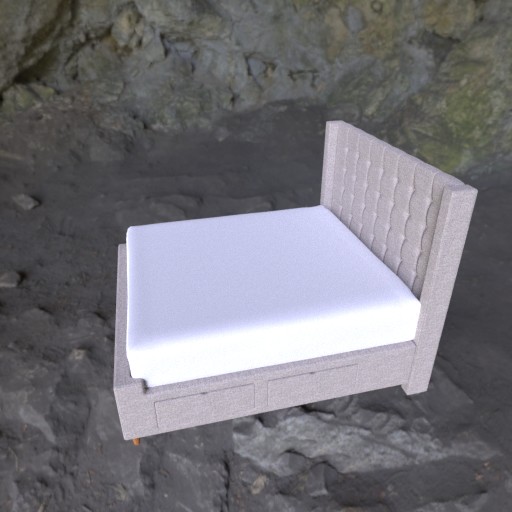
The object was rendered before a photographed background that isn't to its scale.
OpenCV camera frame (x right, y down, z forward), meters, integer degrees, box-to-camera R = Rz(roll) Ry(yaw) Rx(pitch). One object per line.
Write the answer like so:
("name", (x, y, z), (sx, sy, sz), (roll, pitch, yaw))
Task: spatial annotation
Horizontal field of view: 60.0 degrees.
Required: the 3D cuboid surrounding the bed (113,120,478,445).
("bed", (0.000, 0.000, 3.783), (2.372, 1.748, 2.044), (-7, 30, -13))
